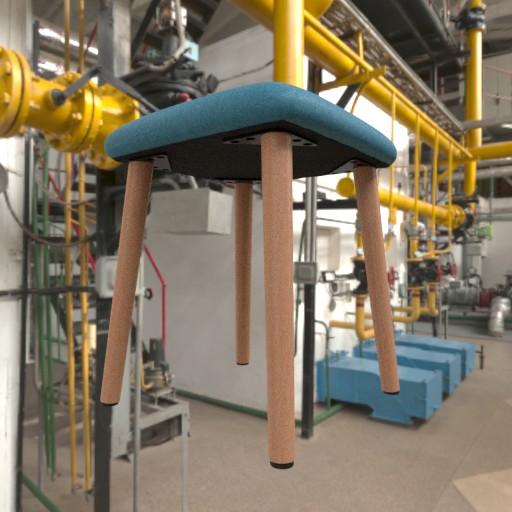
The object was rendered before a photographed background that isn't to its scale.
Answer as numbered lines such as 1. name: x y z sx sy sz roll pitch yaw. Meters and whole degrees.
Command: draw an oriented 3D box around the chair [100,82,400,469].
1. chair: 0.000 0.000 0.702 0.360 0.450 0.360 0 0 38
